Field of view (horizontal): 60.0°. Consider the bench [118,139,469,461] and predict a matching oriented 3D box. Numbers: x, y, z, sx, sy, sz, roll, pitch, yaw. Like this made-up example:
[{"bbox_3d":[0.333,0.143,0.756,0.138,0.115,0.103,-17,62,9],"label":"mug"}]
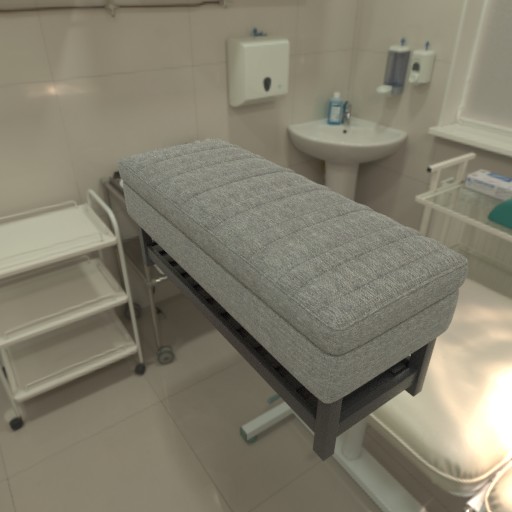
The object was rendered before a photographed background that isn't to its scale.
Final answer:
[{"bbox_3d":[0.000,0.000,1.351,0.429,0.470,1.100,-21,37,-29],"label":"bench"}]
